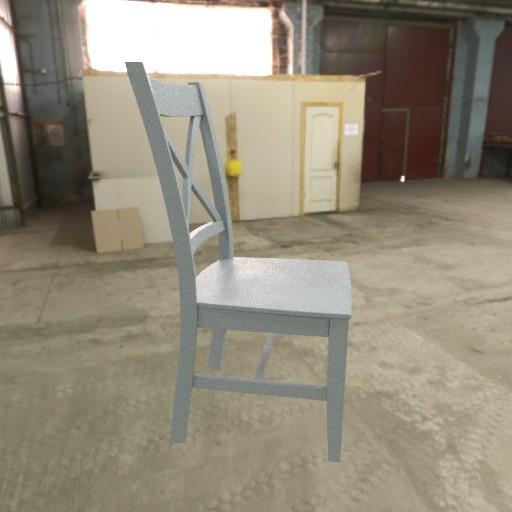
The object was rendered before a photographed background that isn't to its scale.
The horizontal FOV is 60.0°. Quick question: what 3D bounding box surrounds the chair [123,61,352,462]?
[{"bbox_3d":[0.000,0.000,1.276,0.542,0.983,0.485,3,16,9],"label":"chair"}]
